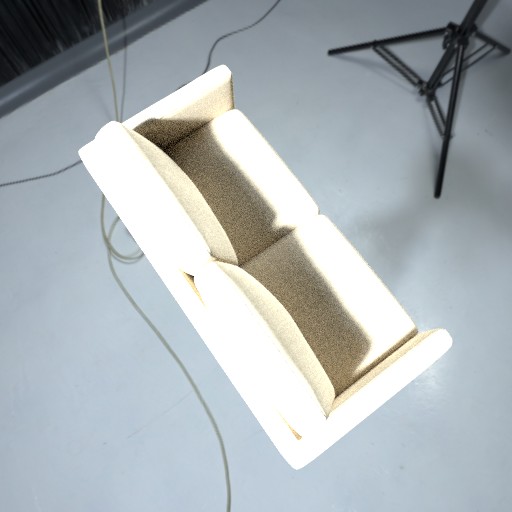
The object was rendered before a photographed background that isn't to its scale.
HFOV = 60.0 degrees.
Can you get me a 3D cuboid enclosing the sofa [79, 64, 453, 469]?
[{"bbox_3d":[0.000,0.000,2.402,0.950,0.963,1.884,-35,77,-9],"label":"sofa"}]
